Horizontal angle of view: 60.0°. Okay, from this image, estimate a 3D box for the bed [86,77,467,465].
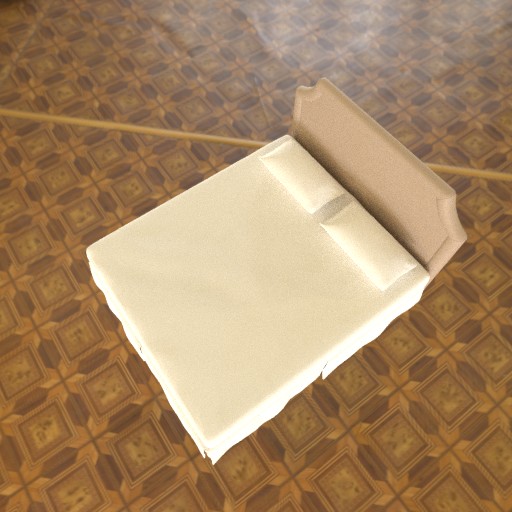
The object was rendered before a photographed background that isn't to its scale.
[{"bbox_3d":[0.000,0.000,4.132,2.773,1.590,2.350,-33,67,-16],"label":"bed"}]
